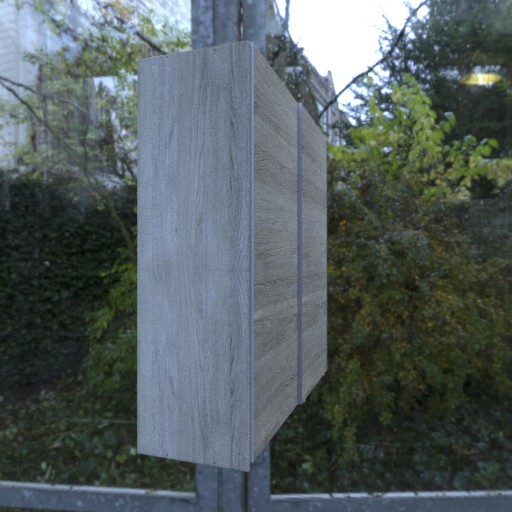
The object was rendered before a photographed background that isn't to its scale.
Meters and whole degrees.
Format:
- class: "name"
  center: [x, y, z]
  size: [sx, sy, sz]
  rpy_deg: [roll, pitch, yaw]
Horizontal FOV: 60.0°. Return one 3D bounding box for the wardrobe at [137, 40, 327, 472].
- class: "wardrobe"
  center: [0.000, 0.000, 2.936]
  size: [0.629, 1.960, 1.780]
  rpy_deg: [0, 0, 19]
